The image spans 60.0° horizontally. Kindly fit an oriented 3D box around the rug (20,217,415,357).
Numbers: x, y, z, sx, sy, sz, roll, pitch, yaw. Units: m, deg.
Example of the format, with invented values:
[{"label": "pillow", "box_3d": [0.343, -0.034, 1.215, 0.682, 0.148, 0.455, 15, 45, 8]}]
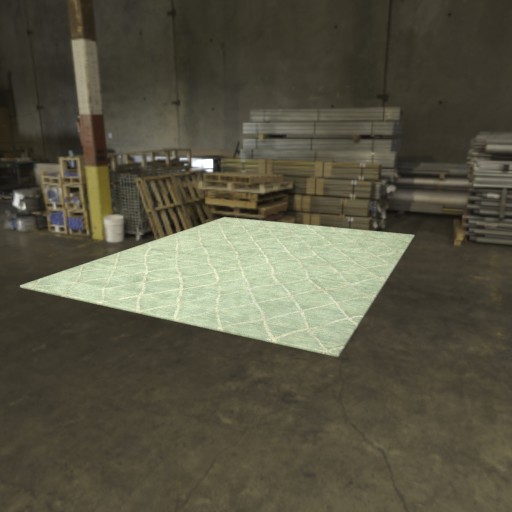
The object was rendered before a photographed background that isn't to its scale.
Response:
[{"label": "rug", "box_3d": [0.000, 0.000, 4.092, 2.420, 0.019, 3.039, 7, 17, 25]}]
